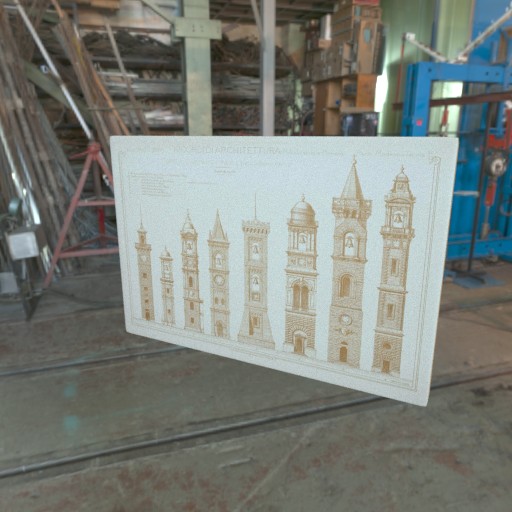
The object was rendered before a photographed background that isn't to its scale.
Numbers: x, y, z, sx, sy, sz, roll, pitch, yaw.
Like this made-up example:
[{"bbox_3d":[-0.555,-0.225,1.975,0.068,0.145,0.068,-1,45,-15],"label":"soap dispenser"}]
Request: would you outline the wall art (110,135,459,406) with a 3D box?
[{"bbox_3d":[0.000,0.000,0.486,0.380,0.254,0.019,8,17,26],"label":"wall art"}]
